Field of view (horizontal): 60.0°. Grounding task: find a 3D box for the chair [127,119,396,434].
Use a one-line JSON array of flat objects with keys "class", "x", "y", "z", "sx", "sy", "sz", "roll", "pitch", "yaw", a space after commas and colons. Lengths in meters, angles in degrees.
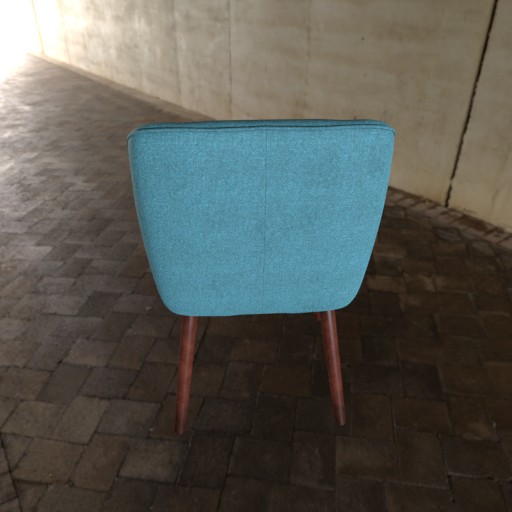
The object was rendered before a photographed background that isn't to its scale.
[{"class": "chair", "x": 0.000, "y": 0.000, "z": 1.148, "sx": 0.543, "sy": 0.803, "sz": 0.519, "roll": -2, "pitch": 31, "yaw": -3}]
